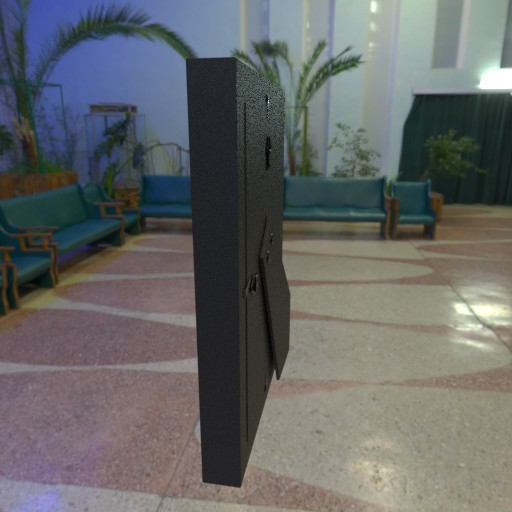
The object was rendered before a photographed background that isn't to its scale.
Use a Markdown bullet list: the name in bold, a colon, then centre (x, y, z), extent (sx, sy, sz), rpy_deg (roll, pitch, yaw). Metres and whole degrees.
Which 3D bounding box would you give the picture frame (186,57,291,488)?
- **picture frame**: centre (0.000, 0.000, 0.279), extent (0.028, 0.208, 0.157), rpy_deg (3, 16, 10)
